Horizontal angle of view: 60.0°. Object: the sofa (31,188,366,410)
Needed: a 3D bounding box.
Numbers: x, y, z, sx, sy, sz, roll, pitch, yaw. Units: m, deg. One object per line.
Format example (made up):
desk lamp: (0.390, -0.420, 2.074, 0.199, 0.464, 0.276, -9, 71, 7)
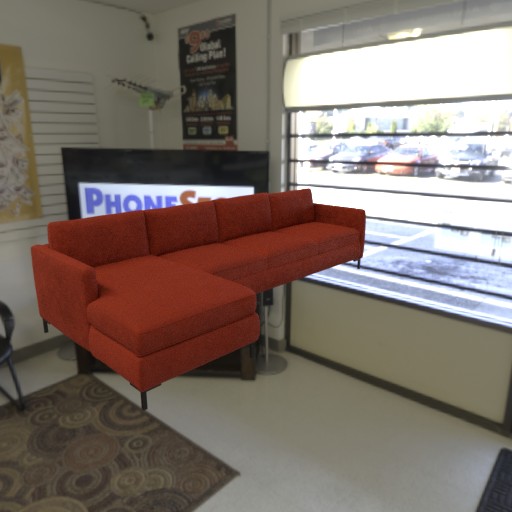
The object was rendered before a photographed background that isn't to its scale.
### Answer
sofa: (0.000, 0.000, 2.933, 1.136, 0.663, 2.467, 14, 21, 42)
